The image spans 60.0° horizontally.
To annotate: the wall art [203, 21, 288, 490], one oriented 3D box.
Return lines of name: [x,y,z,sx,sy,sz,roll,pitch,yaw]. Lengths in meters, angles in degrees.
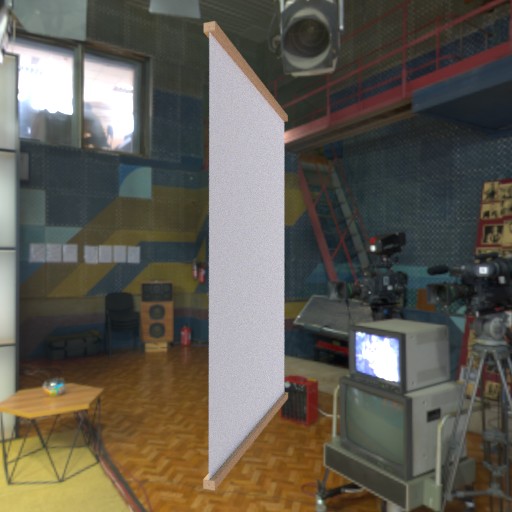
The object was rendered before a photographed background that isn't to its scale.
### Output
wall art: [0.000,0.000,0.771,0.016,0.611,0.401,0,0,18]
